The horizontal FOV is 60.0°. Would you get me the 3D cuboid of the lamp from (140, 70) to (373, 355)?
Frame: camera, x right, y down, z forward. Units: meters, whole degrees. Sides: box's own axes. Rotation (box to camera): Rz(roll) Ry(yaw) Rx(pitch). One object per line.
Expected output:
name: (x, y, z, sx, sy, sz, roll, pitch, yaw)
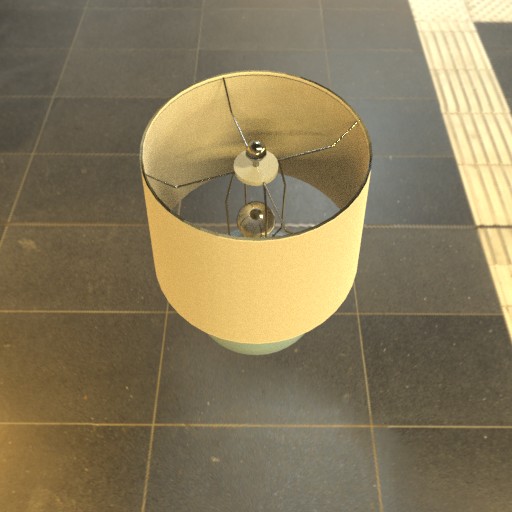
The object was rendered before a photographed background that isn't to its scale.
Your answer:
lamp: (0.000, 0.000, 0.559, 0.247, 0.387, 0.247, 0, 59, 0)
